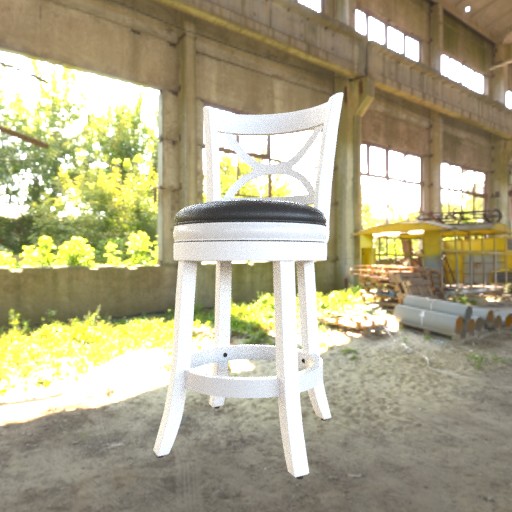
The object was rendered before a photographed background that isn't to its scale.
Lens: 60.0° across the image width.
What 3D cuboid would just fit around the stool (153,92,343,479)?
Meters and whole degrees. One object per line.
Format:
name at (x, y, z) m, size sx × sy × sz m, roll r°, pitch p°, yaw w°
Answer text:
stool at (0.000, 0.000, 1.222) m, size 0.444 × 0.953 × 0.508 m, roll 0°, pitch 0°, yaw 17°
